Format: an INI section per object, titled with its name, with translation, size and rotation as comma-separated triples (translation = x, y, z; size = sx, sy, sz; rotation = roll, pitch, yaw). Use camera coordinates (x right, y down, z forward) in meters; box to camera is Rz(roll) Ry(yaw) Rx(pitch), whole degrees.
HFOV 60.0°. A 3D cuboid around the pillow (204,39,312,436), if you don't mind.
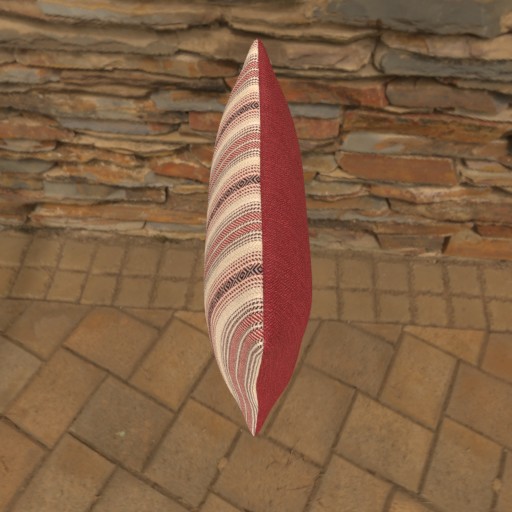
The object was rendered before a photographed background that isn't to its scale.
[pillow]
translation = 0.000, 0.000, 0.774
size = 0.166, 0.497, 0.513
rotation = 0, 58, 0
